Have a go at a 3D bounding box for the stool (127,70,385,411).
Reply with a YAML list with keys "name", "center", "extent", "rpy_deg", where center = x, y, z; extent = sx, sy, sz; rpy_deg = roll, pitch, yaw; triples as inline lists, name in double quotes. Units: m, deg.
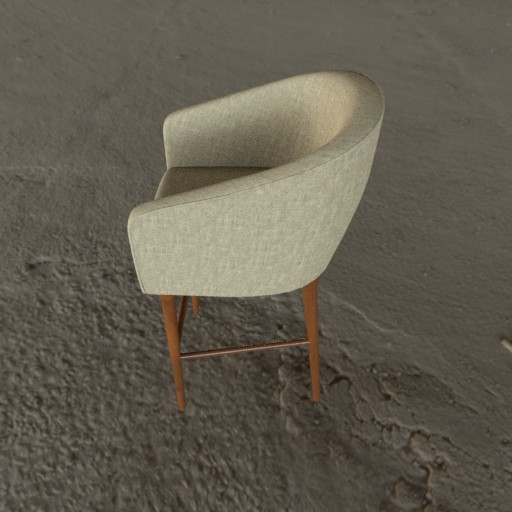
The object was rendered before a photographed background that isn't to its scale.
- name: "stool"
  center: [0.000, 0.000, 1.419]
  extent: [0.607, 1.078, 0.559]
  rpy_deg: [0, 41, 0]
